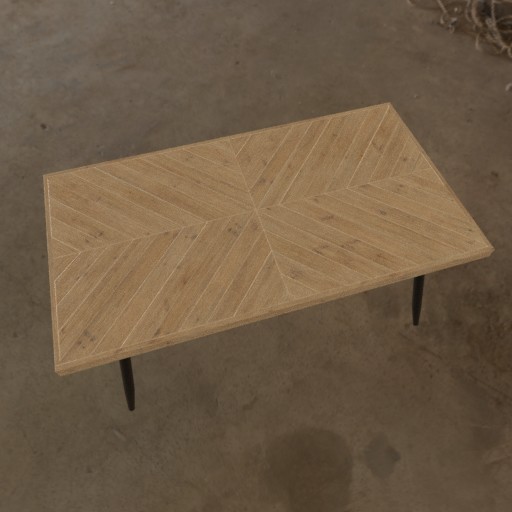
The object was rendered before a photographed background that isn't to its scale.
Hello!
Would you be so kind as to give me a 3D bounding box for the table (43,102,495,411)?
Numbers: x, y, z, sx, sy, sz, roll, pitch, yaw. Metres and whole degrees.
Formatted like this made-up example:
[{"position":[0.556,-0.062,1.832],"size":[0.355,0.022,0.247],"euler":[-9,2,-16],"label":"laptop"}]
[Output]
[{"position":[0.000,0.000,2.304],"size":[1.803,0.762,0.991],"euler":[-14,58,-9],"label":"table"}]
